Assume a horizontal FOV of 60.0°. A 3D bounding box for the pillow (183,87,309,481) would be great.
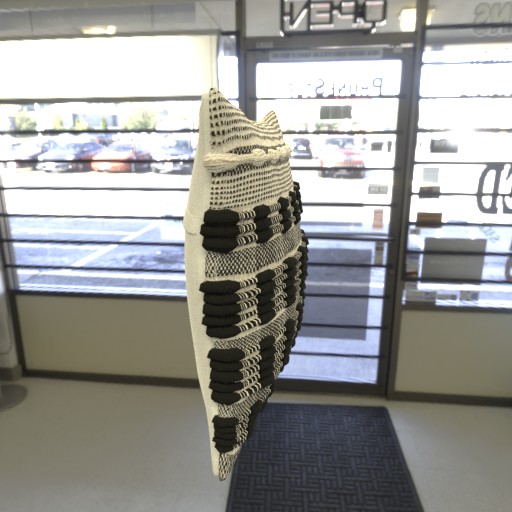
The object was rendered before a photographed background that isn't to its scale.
[{"bbox_3d":[0.000,0.000,0.667,0.156,0.438,0.436,3,16,9],"label":"pillow"}]
